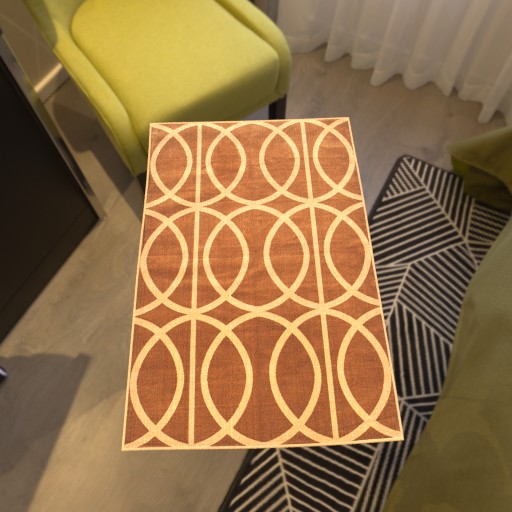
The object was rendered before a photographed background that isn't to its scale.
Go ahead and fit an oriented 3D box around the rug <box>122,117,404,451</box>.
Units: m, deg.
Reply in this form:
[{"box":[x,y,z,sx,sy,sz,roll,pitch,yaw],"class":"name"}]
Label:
[{"box":[0.000,0.000,2.873,1.526,0.014,2.290,-2,64,-1],"class":"rug"}]
